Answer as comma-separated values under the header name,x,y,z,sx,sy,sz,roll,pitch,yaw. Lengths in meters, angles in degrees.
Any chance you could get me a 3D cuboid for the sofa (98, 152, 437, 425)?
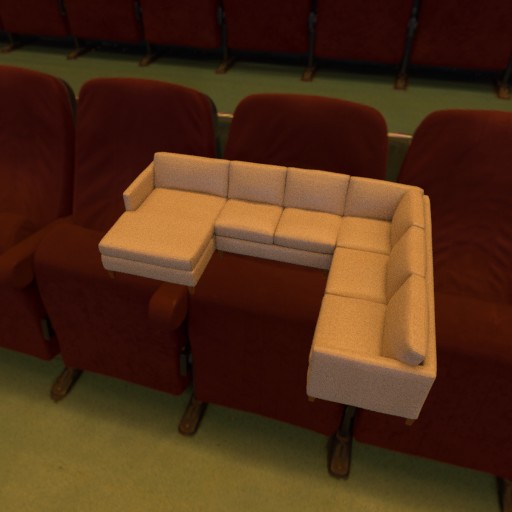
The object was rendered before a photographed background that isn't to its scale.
name,x,y,z,sx,sy,sz,roll,pitch,yaw
sofa,0.000,0.000,4.671,3.460,0.961,2.594,10,41,12
